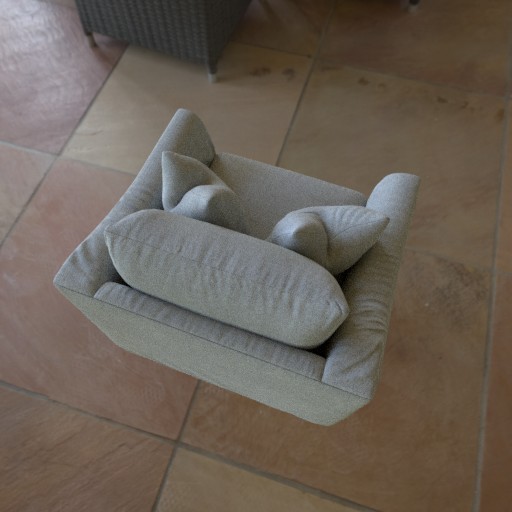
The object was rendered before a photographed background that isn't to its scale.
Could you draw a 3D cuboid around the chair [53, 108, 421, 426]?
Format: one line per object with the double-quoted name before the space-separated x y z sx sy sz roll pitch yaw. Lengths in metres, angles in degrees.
"chair" 0.000 0.000 2.015 1.194 1.059 1.071 18 65 9
